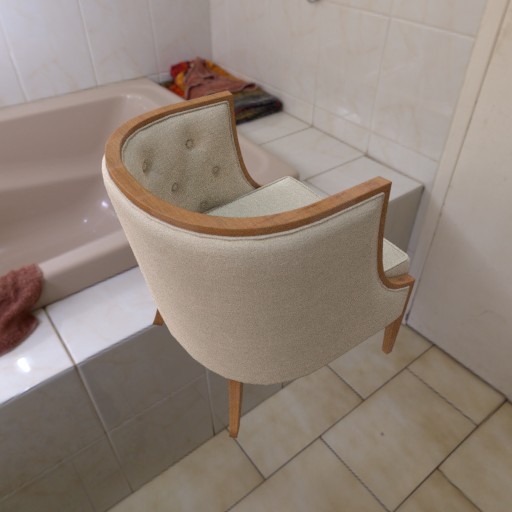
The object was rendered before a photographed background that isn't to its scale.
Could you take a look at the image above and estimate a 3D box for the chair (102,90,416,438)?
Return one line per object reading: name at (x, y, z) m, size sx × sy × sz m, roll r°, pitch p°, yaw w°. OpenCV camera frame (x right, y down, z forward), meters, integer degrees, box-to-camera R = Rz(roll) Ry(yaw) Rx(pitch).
chair at (0.000, 0.000, 1.384) m, size 0.757 × 0.775 × 0.711 m, roll -24°, pitch 46°, yaw -26°
